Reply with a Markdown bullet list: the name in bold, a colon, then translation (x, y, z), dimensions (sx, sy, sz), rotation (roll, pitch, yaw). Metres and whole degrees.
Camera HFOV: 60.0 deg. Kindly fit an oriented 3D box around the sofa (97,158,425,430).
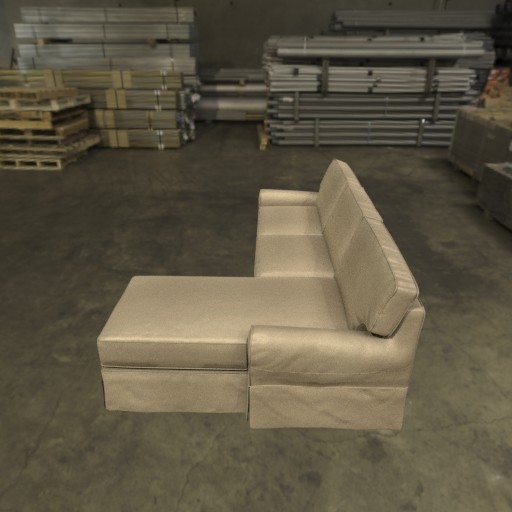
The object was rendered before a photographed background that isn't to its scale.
- **sofa**: translation (0.000, 0.000, 3.364), dimensions (1.733, 0.978, 2.475), rotation (1, 26, 2)
